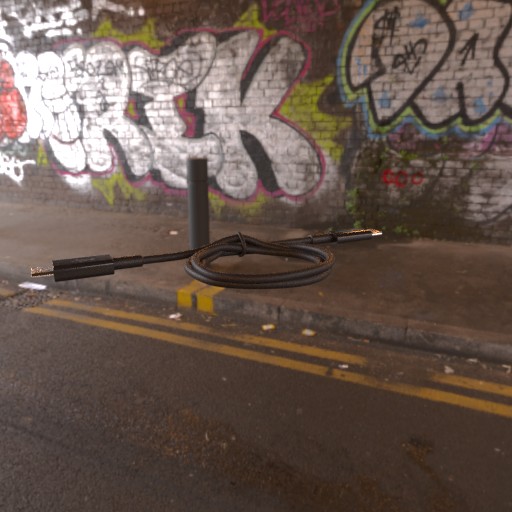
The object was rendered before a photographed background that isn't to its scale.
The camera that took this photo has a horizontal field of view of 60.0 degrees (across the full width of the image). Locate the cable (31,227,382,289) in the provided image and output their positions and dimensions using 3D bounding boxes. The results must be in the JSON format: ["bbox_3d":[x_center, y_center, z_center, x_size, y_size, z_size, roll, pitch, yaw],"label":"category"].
[{"bbox_3d":[0.000,0.000,0.210,0.192,0.014,0.070,-8,17,-25],"label":"cable"}]
